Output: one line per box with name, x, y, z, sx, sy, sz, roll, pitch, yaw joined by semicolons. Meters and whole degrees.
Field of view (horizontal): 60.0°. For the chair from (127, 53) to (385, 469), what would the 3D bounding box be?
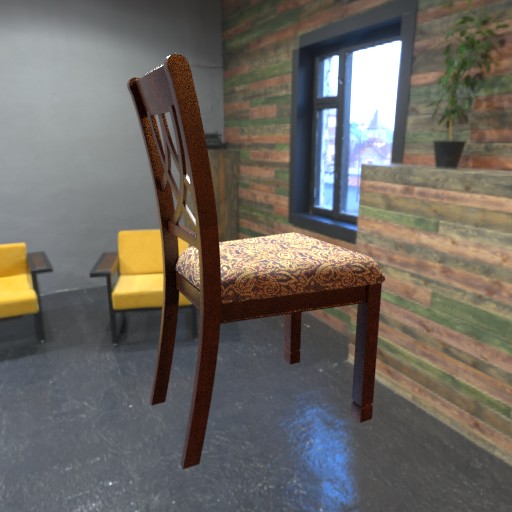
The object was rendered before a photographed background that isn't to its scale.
chair;0.000;0.000;1.270;0.584;0.965;0.457;-7;16;-26
